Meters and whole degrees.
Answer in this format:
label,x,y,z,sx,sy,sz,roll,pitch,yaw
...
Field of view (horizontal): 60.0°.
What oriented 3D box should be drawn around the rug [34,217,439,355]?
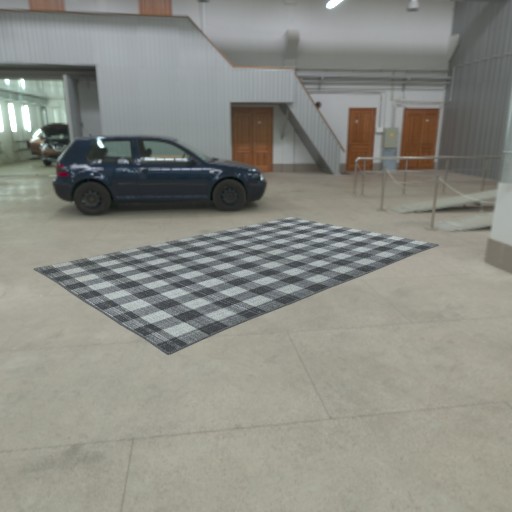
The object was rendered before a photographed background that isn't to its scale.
label,x,y,z,sx,sy,sz,roll,pitch,yaw
rug,0.000,0.000,3.128,2.476,0.011,1.554,-15,22,-42
